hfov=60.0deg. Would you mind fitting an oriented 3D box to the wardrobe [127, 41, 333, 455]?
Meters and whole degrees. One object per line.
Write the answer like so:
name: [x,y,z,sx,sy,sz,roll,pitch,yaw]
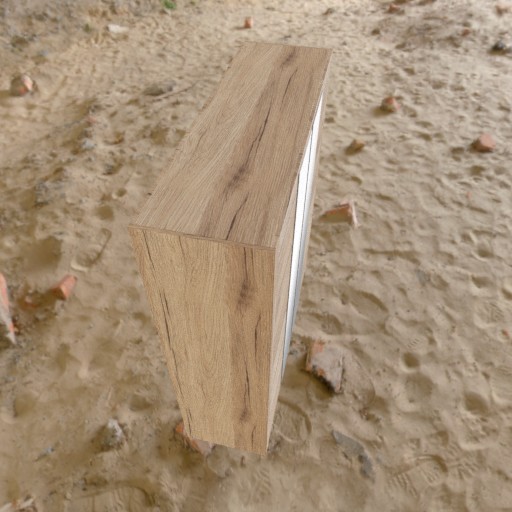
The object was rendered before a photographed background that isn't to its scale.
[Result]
wardrobe: [0.000,0.000,2.988,0.580,2.070,1.810,10,48,9]
